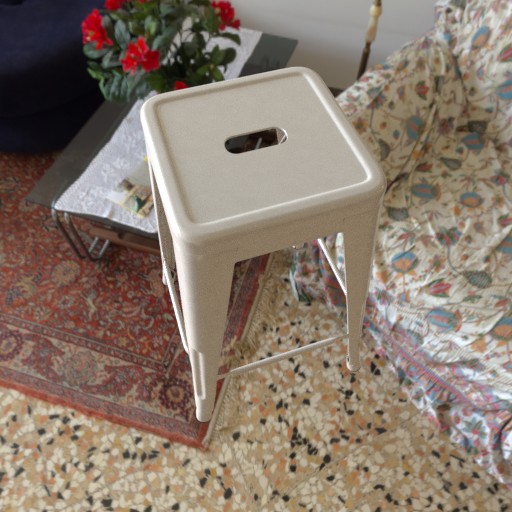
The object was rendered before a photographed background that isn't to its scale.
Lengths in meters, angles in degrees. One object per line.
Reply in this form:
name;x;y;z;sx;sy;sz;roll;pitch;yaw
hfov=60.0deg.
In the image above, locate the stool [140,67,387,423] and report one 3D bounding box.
stool;0.000;0.000;0.882;0.406;0.610;0.406;-16;58;-10
